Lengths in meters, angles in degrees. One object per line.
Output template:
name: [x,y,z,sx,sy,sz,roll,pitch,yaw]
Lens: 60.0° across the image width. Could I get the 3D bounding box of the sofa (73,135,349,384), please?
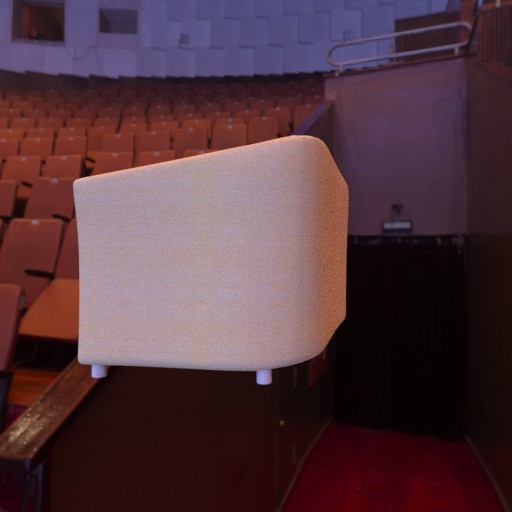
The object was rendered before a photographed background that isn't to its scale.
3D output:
sofa: [0.000,0.000,1.881,0.705,0.721,1.452,0,0,16]
